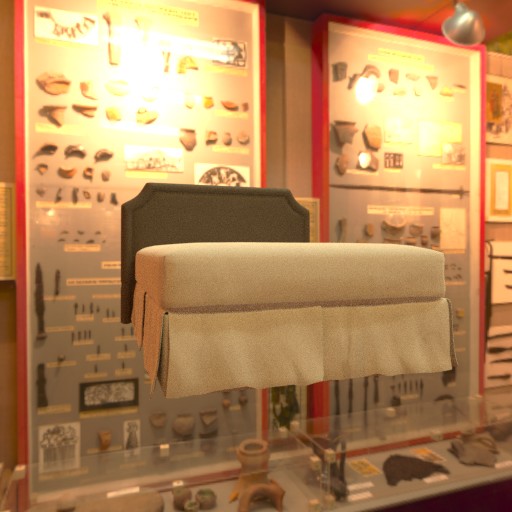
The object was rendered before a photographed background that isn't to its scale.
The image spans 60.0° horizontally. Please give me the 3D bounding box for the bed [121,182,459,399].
[{"bbox_3d":[0.000,0.000,3.223,1.831,1.297,2.181,0,1,-19],"label":"bed"}]
